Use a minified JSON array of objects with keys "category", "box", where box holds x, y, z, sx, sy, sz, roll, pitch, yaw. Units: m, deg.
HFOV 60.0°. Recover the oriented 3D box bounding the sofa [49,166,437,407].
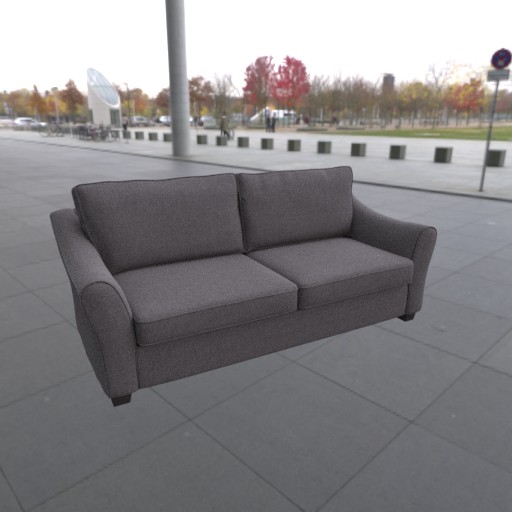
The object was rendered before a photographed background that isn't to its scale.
[{"category":"sofa","box":[0.000,0.000,2.751,2.203,0.976,1.013,-9,20,-27]}]
